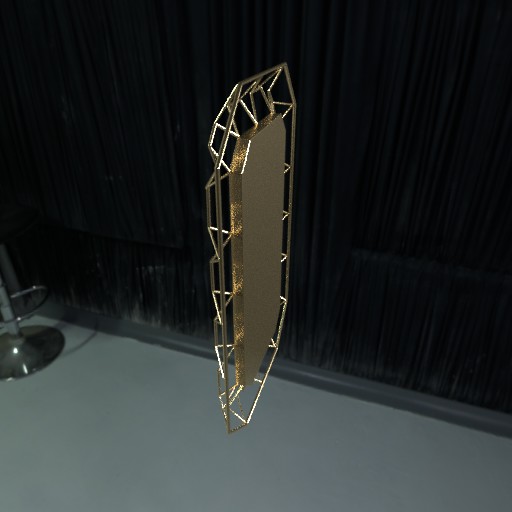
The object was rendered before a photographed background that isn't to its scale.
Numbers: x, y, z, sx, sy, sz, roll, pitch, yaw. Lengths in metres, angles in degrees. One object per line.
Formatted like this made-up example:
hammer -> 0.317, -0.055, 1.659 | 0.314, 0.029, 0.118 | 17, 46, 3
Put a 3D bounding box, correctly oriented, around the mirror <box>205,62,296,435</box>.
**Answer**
mirror -> 0.000, 0.000, 1.115 | 0.051, 0.870, 0.572 | 9, 31, 15
